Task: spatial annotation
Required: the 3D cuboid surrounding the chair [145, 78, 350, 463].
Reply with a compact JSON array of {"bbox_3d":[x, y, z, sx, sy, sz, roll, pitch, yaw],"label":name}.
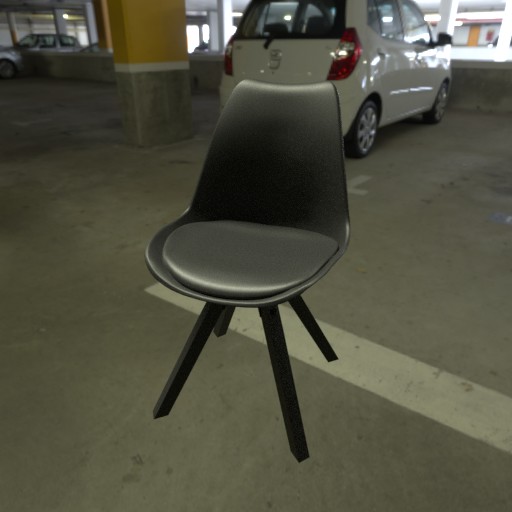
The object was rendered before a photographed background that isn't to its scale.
[{"bbox_3d":[0.000,0.000,1.194,0.485,0.850,0.550,9,27,18],"label":"chair"}]
